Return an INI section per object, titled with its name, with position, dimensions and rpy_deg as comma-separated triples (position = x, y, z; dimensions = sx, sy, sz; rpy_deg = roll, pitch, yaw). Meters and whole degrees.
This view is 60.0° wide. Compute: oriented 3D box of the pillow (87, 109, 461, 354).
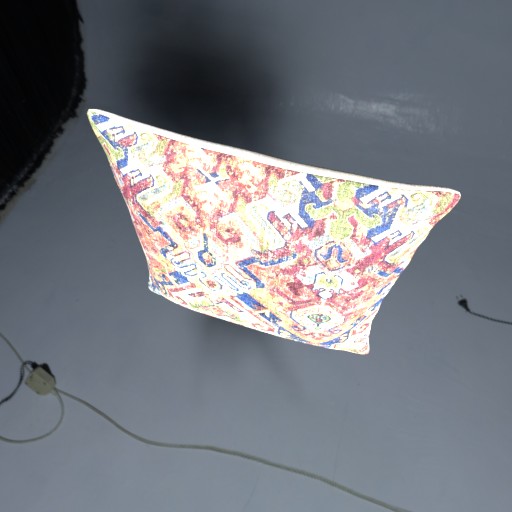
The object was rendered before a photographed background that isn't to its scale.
[pillow]
position = 0.000, 0.000, 0.792
dimensions = 0.523, 0.506, 0.166
rpy_deg = 15, 58, 10
